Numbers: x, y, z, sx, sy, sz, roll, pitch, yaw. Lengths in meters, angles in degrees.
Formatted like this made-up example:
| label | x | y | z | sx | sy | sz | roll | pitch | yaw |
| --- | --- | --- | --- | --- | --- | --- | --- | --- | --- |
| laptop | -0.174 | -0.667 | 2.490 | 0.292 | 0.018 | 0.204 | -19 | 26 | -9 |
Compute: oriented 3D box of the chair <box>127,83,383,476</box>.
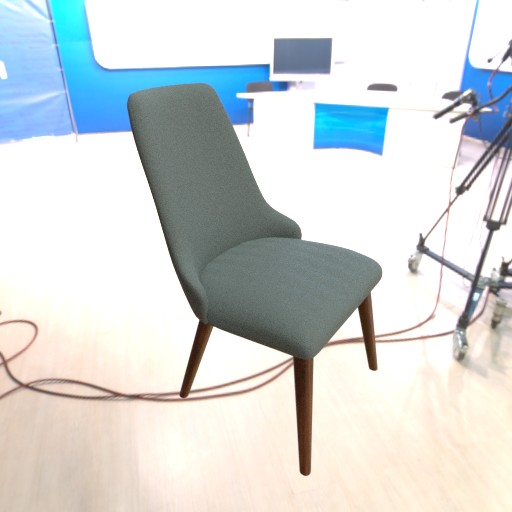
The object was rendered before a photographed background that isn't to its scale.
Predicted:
| label | x | y | z | sx | sy | sz | roll | pitch | yaw |
| --- | --- | --- | --- | --- | --- | --- | --- | --- | --- |
| chair | 0.000 | 0.000 | 1.344 | 0.707 | 0.918 | 0.535 | 19 | 34 | 31 |
